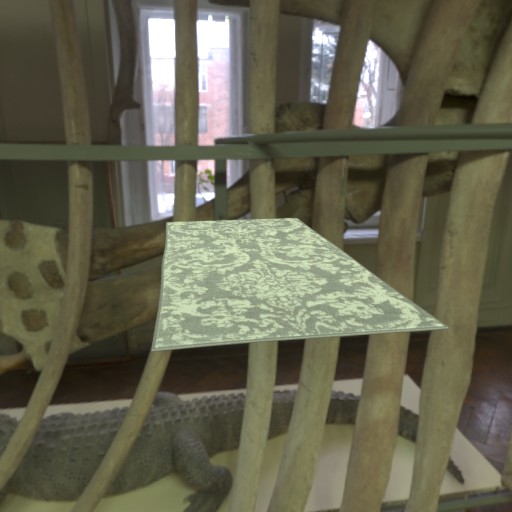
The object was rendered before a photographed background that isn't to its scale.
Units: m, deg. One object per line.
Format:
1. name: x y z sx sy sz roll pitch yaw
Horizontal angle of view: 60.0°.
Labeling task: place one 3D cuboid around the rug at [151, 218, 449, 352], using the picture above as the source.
1. rug: 0.000 0.000 1.448 0.604 0.007 1.219 -3 16 -9
